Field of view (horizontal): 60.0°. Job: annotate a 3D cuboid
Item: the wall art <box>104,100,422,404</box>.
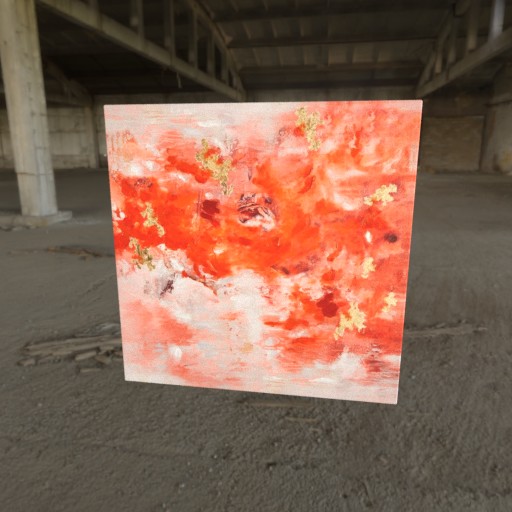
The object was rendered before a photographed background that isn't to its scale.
[{"bbox_3d":[0.000,0.000,1.143,0.747,0.746,0.064,2,14,9],"label":"wall art"}]
